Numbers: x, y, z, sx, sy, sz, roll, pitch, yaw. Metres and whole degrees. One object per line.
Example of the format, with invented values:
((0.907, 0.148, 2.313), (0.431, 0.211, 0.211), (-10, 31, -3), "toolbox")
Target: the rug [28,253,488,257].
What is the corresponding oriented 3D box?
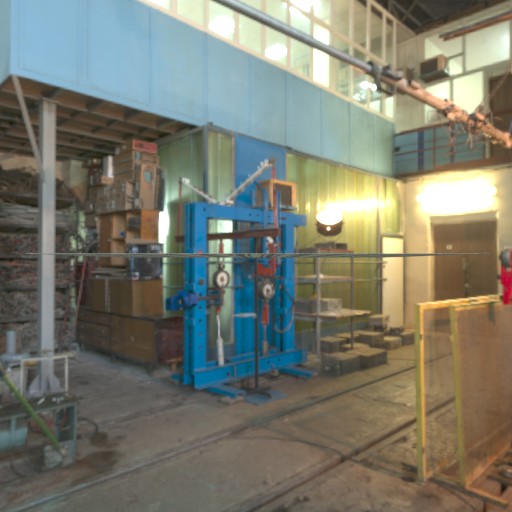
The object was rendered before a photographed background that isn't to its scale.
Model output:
((0.000, 0.000, 4.224), (3.201, 0.005, 2.439), (0, -1, 0), "rug")
